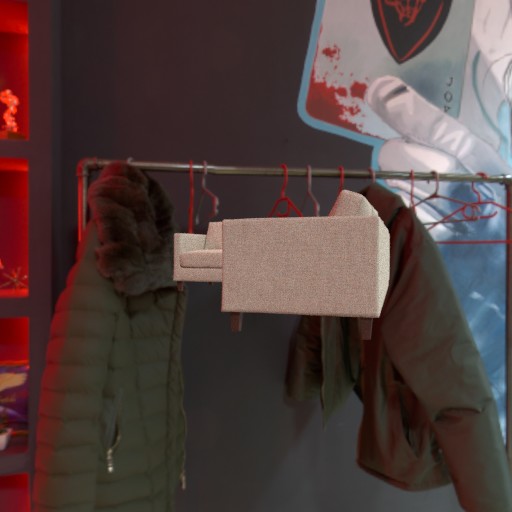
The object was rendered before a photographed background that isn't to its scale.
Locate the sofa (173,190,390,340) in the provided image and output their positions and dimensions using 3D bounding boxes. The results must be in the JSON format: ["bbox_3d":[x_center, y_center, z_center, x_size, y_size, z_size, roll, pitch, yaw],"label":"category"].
[{"bbox_3d":[0.000,0.000,4.276,2.432,0.863,3.182,0,1,18],"label":"sofa"}]
